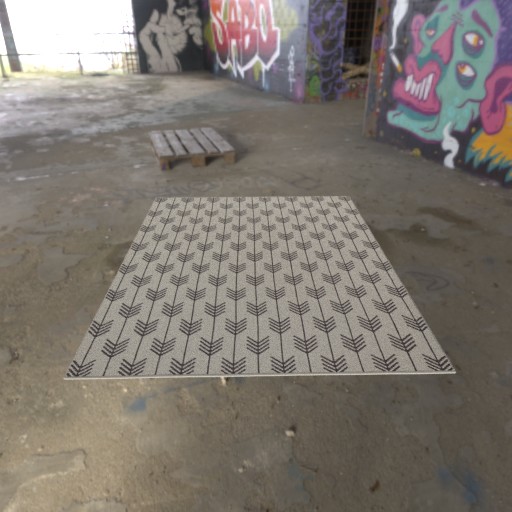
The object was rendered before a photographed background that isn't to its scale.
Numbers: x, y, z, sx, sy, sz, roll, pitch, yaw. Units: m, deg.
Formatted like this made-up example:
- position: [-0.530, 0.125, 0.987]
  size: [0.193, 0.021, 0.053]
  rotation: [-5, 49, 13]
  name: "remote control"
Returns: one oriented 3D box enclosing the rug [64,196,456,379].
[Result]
- position: [0.000, 0.000, 3.973]
  size: [2.330, 0.010, 3.061]
  rotation: [-1, 28, -1]
  name: "rug"
